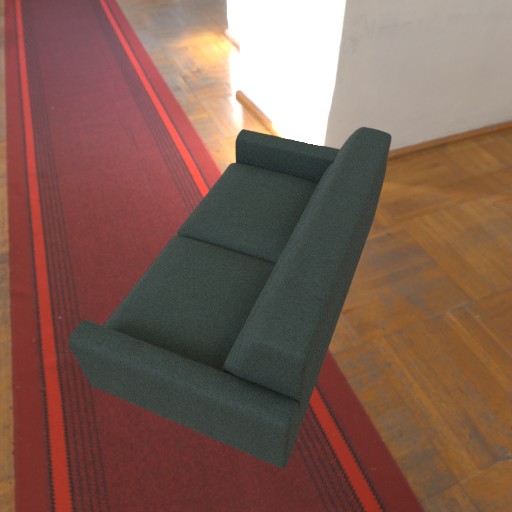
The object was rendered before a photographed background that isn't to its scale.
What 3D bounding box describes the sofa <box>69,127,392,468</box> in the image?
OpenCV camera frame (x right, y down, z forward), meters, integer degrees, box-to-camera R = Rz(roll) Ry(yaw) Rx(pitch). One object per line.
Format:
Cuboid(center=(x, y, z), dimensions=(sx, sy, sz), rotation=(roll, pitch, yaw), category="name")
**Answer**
Cuboid(center=(0.000, 0.000, 2.158), dimensions=(0.909, 0.841, 1.631), rotation=(17, 49, 15), category="sofa")
